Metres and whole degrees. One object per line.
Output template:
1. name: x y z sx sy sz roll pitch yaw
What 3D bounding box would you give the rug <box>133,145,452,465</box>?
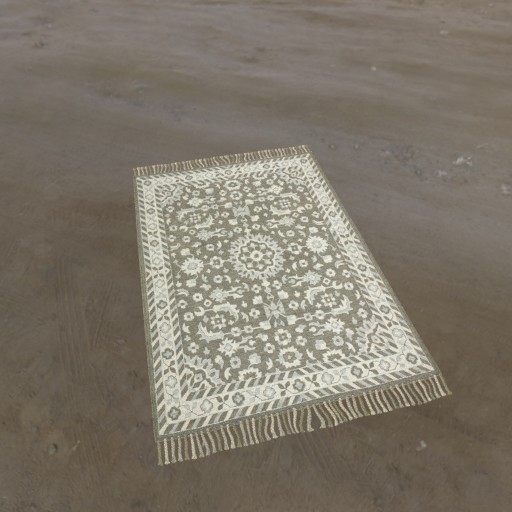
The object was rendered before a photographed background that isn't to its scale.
1. rug: 0.000 0.000 2.978 1.530 0.025 2.431 -10 47 -9
